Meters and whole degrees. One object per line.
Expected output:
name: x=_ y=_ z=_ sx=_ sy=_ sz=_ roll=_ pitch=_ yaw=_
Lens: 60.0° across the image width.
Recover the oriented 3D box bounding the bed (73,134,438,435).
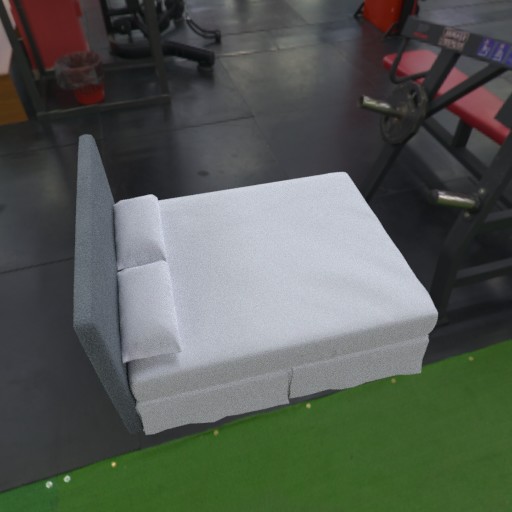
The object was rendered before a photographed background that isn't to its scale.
bed: x=0.000 y=0.000 z=3.164 sx=2.142 sy=1.330 sz=1.713 roll=-11 pitch=48 yaw=-10
